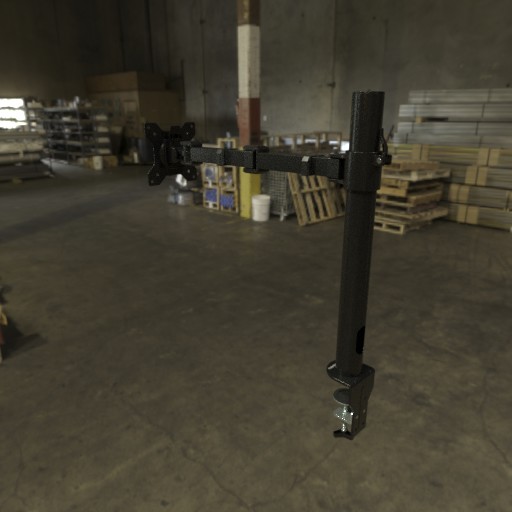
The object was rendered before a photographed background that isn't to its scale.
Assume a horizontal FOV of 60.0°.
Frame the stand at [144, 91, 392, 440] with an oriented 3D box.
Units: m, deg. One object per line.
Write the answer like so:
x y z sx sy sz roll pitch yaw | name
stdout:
0.000 0.000 0.752 0.456 0.510 0.115 17 24 42 | stand
